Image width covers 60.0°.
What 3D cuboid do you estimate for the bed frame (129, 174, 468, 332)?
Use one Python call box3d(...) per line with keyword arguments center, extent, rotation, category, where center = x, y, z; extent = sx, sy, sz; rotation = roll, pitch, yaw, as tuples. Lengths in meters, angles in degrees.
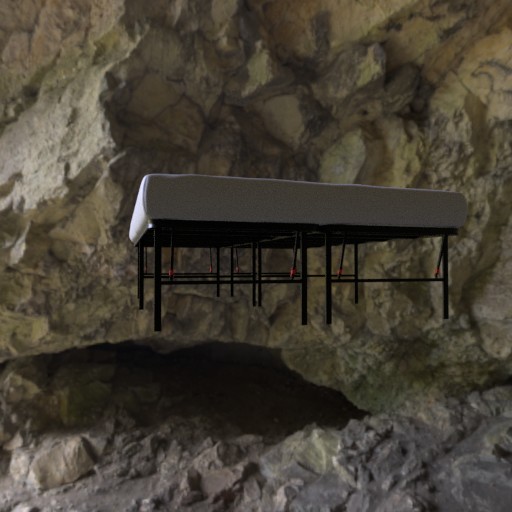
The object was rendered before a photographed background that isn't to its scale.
box3d(center=(0.000, 0.000, 2.927), extent=(1.584, 0.667, 2.151), rotation=(0, -1, -17), category="bed frame")
